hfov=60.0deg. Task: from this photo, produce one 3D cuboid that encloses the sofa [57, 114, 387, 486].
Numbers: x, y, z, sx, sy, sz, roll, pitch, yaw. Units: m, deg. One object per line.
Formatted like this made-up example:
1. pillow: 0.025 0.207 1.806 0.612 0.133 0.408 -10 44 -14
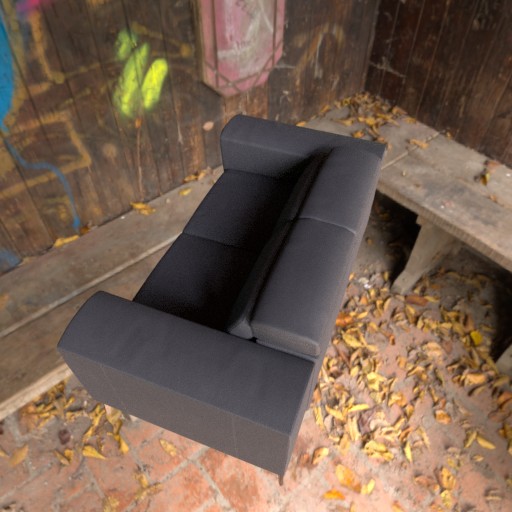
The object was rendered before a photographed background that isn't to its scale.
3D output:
1. sofa: 0.000 0.000 2.378 1.003 0.779 1.895 16 50 14
